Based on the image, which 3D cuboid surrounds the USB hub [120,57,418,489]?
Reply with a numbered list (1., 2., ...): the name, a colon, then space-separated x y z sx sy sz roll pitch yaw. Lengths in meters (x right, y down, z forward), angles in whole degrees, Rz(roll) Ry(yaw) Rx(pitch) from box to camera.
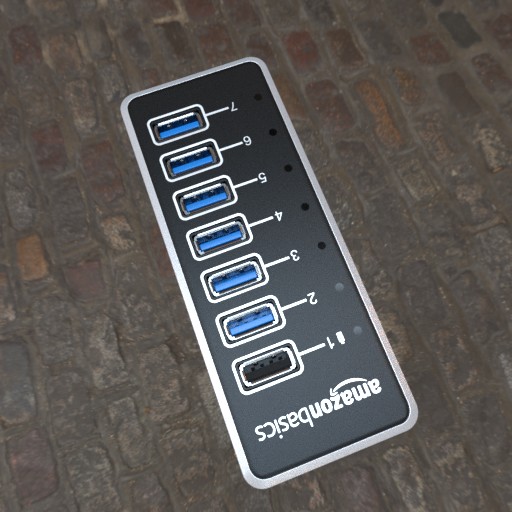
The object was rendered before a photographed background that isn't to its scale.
1. USB hub: 0.000 0.000 0.126 0.044 0.023 0.110 -20 76 -5
